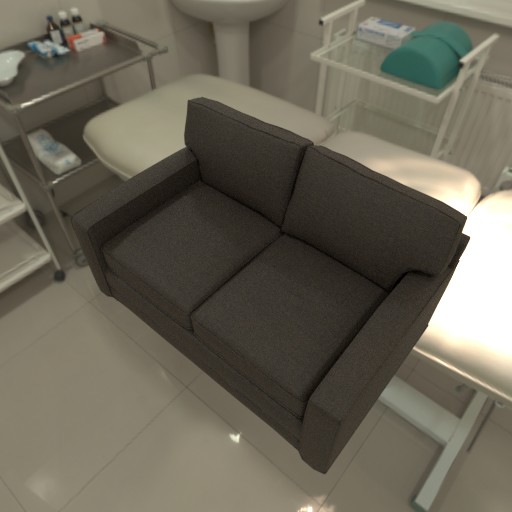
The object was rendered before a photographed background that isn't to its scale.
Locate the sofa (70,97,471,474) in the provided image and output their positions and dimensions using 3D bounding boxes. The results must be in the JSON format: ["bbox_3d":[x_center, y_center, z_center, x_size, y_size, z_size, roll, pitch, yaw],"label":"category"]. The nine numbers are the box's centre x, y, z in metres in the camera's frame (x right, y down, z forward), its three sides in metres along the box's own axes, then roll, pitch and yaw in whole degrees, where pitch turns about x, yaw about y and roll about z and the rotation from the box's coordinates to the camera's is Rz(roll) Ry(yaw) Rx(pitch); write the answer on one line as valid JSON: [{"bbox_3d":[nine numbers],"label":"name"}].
[{"bbox_3d":[0.000,0.000,2.098,1.534,0.887,0.974,32,55,26],"label":"sofa"}]
